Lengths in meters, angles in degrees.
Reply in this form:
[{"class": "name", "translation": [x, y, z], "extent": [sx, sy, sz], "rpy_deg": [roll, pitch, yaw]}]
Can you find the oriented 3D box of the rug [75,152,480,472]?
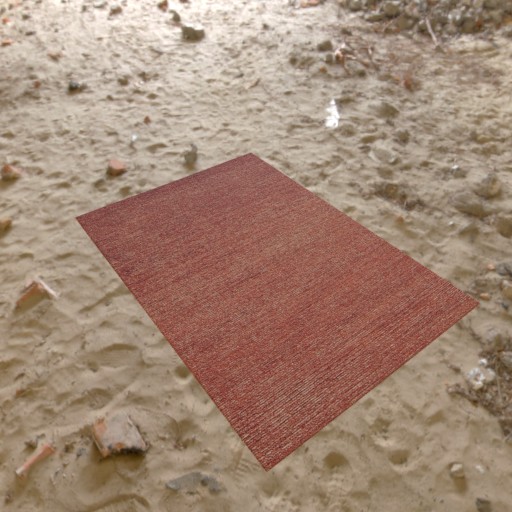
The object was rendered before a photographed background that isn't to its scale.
[{"class": "rug", "translation": [0.000, 0.000, 5.111], "extent": [2.803, 0.025, 3.965], "rpy_deg": [-27, 48, -27]}]
